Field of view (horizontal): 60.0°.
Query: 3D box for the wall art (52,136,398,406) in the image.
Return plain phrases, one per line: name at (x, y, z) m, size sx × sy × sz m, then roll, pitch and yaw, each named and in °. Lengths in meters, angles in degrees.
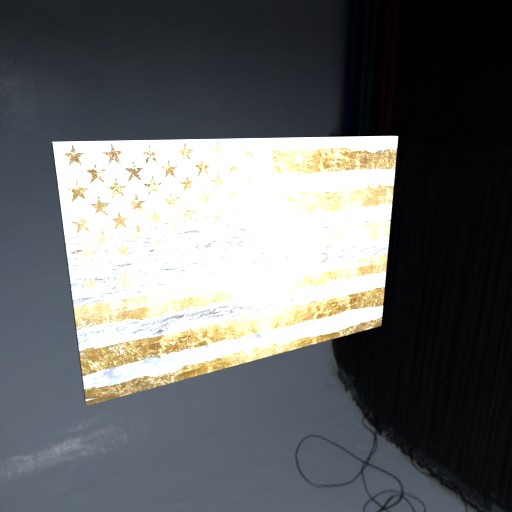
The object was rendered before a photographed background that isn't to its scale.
wall art at (0.000, 0.000, 1.192) m, size 0.932 × 0.610 × 0.027 m, roll -9°, pitch 19°, yaw -27°
